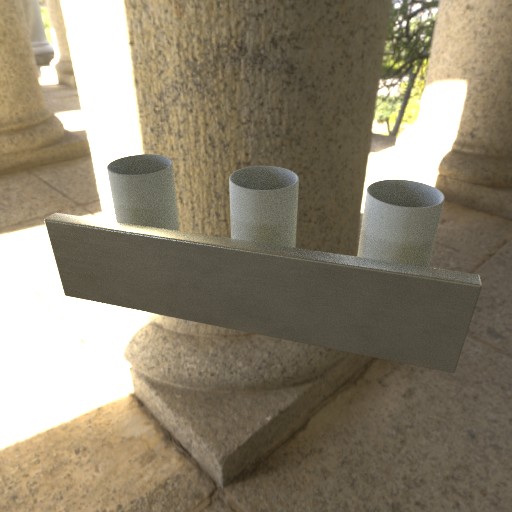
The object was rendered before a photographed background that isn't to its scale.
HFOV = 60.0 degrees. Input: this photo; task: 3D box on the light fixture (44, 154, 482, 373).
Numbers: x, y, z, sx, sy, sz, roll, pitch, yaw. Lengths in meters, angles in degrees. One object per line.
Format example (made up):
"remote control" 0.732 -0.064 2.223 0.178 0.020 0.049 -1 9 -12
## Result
"light fixture" 0.000 0.000 0.523 0.451 0.172 0.145 9 32 14
